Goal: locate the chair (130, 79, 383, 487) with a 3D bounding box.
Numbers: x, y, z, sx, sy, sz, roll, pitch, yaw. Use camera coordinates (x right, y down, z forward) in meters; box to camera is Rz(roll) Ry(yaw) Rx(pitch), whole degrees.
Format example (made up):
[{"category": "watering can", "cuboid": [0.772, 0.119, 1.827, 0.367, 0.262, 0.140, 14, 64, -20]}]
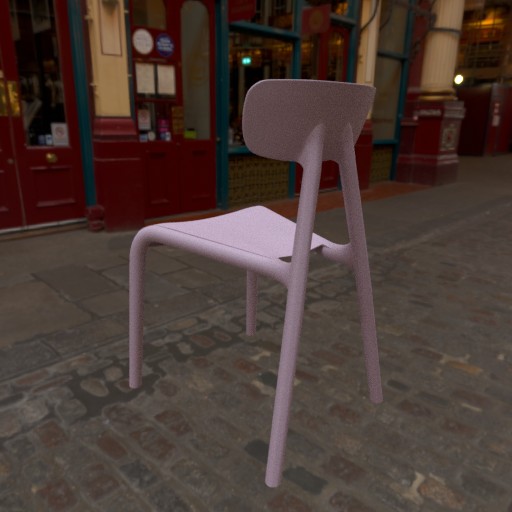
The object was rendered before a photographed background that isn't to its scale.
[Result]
[{"category": "chair", "cuboid": [0.000, 0.000, 0.819, 0.356, 0.580, 0.401, -16, 23, -42]}]
